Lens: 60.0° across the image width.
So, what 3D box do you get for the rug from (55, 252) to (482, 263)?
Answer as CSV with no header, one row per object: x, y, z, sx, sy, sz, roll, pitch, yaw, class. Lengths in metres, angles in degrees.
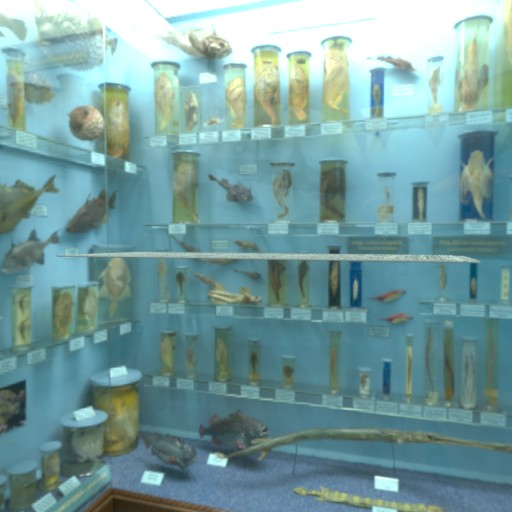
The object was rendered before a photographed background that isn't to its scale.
0.000,0.000,2.792,2.480,0.013,0.786,1,2,19,rug
